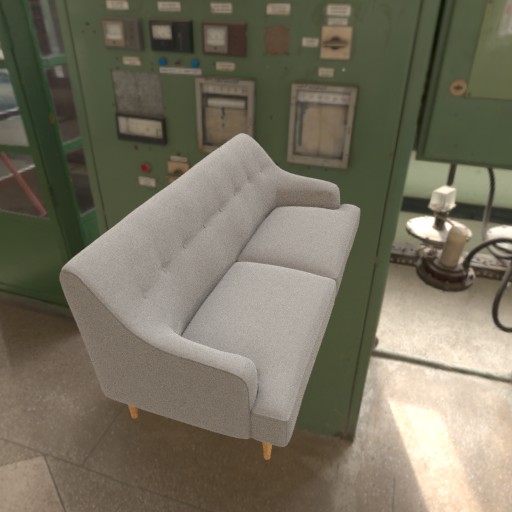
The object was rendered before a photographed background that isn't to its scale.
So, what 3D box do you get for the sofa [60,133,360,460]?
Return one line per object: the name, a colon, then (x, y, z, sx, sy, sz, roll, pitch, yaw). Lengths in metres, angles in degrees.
sofa: (0.000, 0.000, 2.597, 0.978, 0.871, 2.057, 10, 33, 16)
